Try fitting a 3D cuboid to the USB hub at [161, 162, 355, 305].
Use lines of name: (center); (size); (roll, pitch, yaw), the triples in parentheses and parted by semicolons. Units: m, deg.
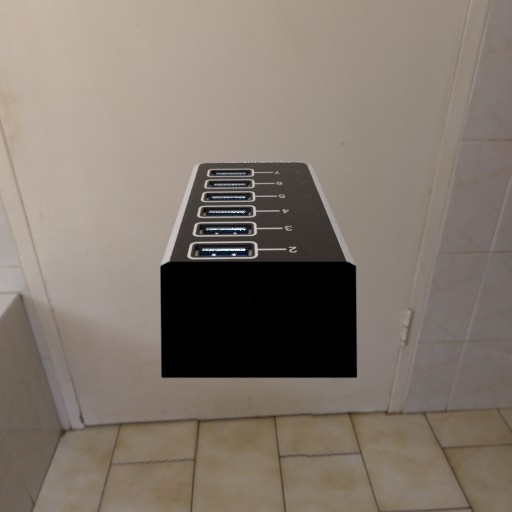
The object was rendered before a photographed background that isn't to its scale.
USB hub: (0.000, 0.000, 0.126); (0.044, 0.023, 0.110); (-1, 29, -1)
